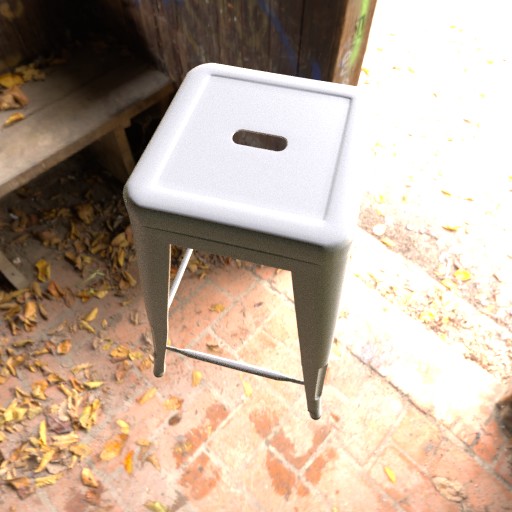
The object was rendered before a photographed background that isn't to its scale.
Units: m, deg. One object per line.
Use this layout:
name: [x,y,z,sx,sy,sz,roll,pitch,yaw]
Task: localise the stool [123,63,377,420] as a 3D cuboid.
stool: [0.000,0.000,0.875,0.406,0.610,0.406,13,58,8]
